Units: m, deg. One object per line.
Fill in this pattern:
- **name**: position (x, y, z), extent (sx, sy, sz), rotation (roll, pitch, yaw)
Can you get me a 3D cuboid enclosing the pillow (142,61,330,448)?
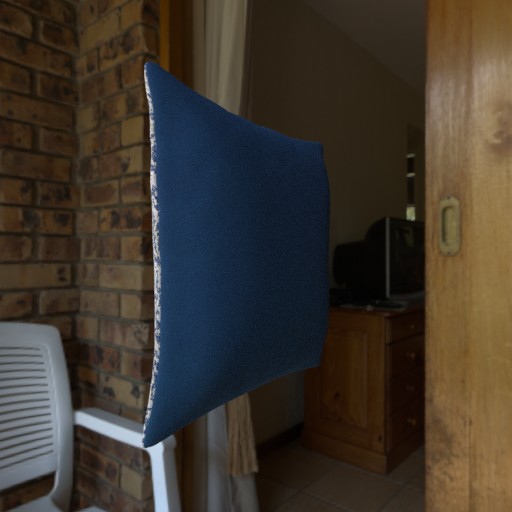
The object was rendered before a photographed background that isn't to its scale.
- **pillow**: position (0.000, 0.000, 0.797), extent (0.166, 0.510, 0.523), rotation (0, 0, 34)
